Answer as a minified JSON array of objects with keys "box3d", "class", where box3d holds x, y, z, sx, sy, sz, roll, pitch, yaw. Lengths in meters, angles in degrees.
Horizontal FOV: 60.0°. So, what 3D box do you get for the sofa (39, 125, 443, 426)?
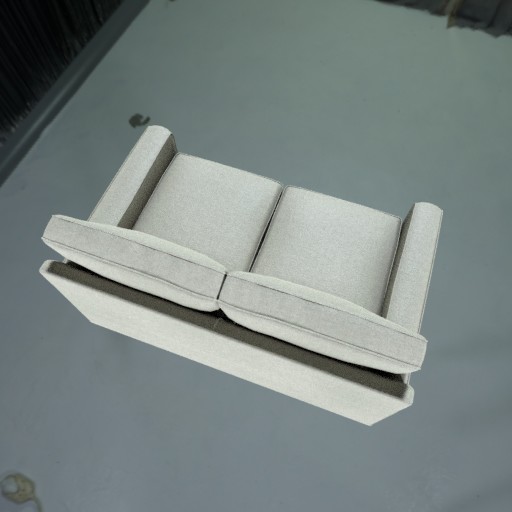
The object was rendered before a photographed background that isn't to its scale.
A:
[{"box3d":[0.000,0.000,2.030,1.484,0.853,0.940,18,64,9],"class":"sofa"}]
